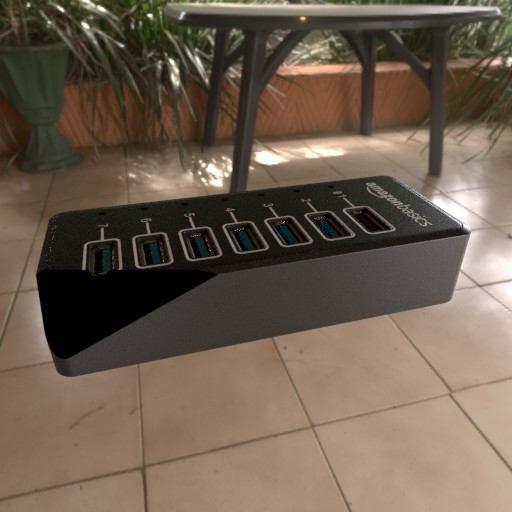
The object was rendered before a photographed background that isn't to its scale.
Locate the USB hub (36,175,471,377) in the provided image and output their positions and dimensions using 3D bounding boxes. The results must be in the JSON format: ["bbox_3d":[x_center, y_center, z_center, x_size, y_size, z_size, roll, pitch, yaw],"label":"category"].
[{"bbox_3d":[0.000,0.000,0.127,0.110,0.023,0.044,-9,32,-14],"label":"USB hub"}]
